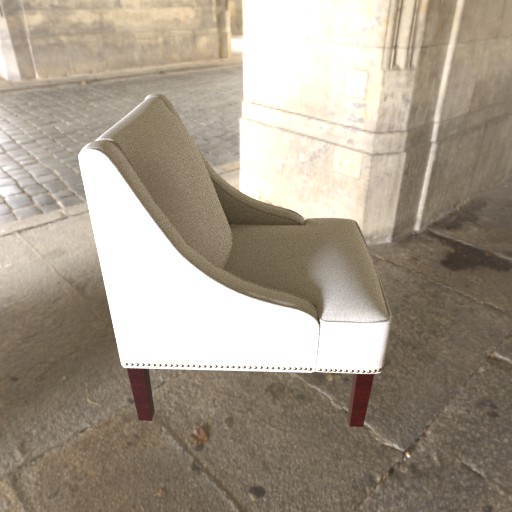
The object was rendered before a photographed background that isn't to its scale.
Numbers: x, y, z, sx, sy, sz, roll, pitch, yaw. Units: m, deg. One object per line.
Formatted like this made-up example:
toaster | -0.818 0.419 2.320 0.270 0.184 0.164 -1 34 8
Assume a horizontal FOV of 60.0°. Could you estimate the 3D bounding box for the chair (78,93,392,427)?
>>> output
chair | 0.000 0.000 1.405 0.748 0.872 0.628 1 31 2
